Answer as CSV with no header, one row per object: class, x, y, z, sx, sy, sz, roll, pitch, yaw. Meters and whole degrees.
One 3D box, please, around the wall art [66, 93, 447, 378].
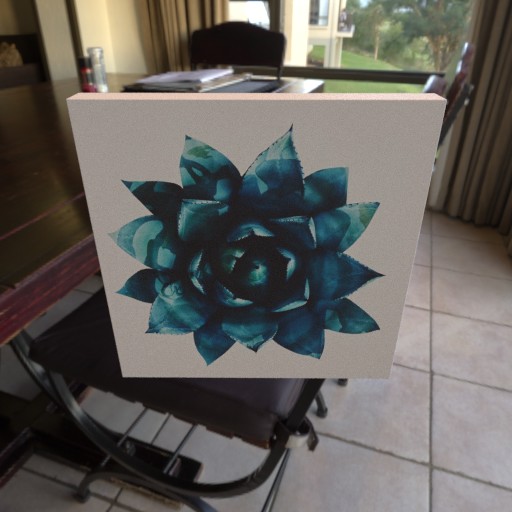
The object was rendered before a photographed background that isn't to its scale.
wall art,0.000,0.000,0.590,0.406,0.406,0.038,0,30,0
